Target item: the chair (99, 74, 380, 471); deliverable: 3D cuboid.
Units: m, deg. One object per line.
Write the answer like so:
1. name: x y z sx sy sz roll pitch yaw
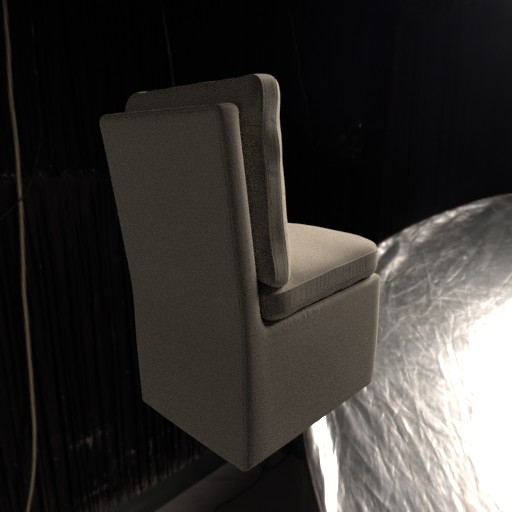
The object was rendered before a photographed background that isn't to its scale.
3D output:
1. chair: 0.000 0.000 1.323 0.503 0.927 0.698 13 19 43
